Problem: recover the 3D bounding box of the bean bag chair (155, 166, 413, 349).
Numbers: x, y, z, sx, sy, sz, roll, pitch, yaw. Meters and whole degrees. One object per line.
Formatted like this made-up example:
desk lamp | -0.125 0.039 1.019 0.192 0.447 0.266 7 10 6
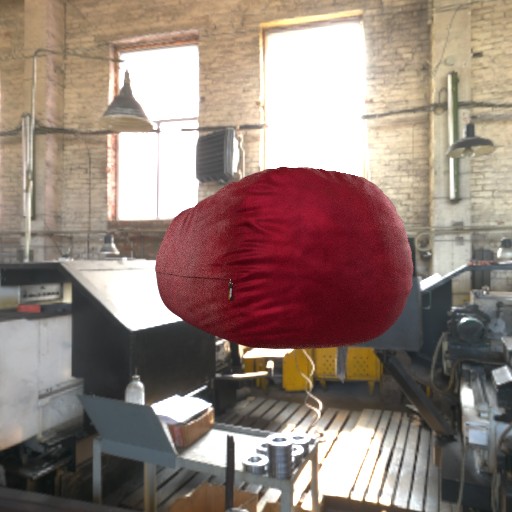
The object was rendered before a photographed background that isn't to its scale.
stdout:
bean bag chair | 0.000 0.000 2.889 1.216 0.867 2.293 0 0 -20
